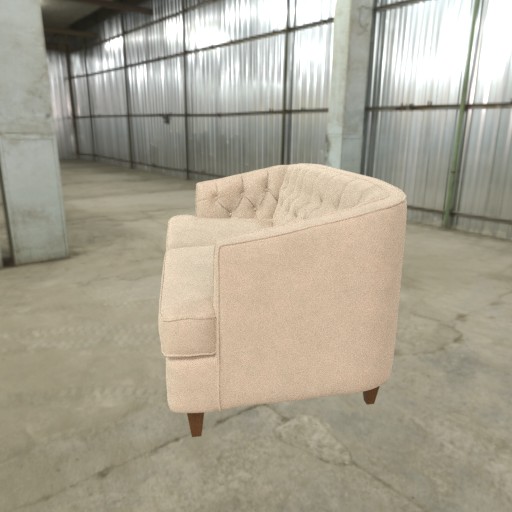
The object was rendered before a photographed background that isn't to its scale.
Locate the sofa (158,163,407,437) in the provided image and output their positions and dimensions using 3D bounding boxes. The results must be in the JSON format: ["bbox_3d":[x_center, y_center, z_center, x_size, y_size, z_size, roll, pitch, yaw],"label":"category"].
[{"bbox_3d":[0.000,0.000,2.312,0.940,0.878,1.731,-3,16,-9],"label":"sofa"}]
